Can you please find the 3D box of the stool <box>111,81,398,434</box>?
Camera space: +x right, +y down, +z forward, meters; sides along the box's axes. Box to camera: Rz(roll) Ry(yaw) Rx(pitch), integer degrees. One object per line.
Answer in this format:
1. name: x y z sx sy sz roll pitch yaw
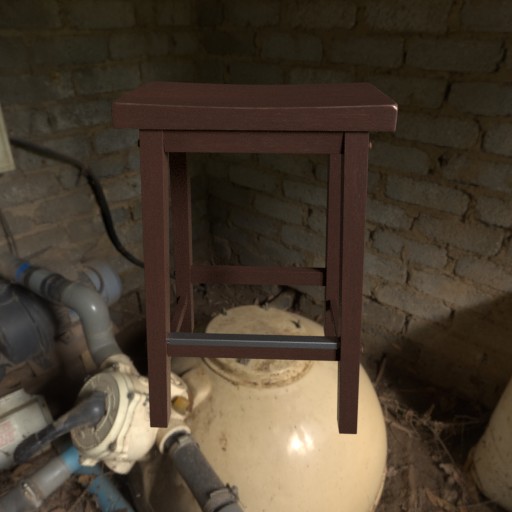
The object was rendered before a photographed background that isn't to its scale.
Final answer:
1. stool: 0.000 0.000 0.865 0.406 0.610 0.322 1 29 2
